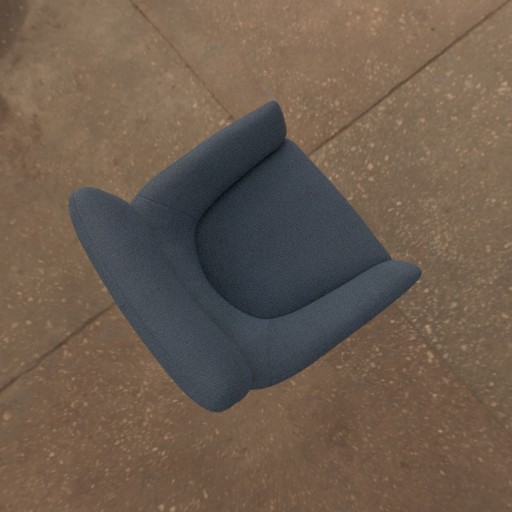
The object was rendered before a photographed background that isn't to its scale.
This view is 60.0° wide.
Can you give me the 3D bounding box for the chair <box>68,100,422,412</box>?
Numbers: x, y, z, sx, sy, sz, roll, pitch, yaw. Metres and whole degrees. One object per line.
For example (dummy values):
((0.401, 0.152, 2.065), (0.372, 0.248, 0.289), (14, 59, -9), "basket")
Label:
((0.000, 0.000, 1.409), (0.761, 0.813, 0.738), (-36, 78, -9), "chair")
